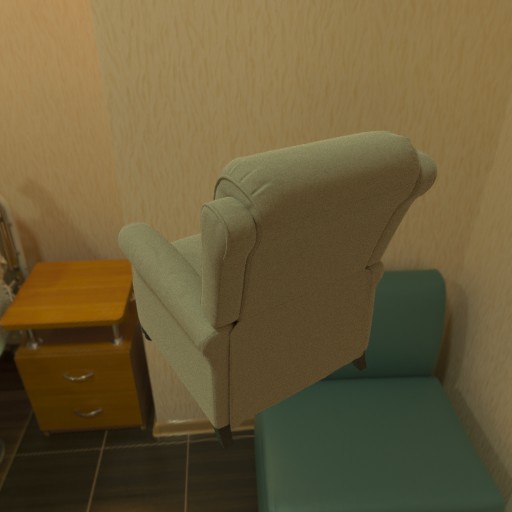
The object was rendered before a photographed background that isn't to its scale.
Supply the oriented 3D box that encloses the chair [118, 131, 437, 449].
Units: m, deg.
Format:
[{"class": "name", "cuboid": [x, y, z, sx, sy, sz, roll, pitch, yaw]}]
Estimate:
[{"class": "chair", "cuboid": [0.000, 0.000, 1.742, 0.859, 1.046, 0.919, -19, 35, -29]}]
